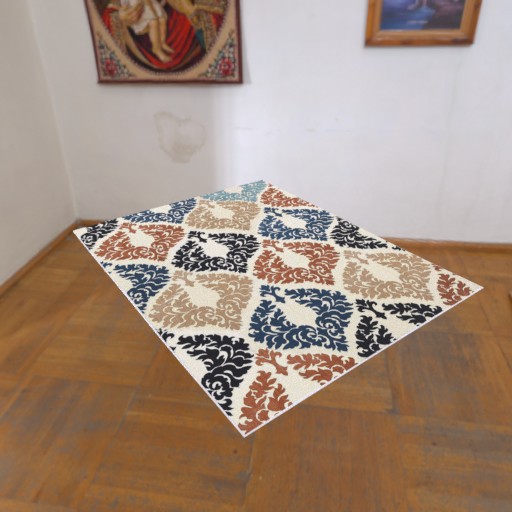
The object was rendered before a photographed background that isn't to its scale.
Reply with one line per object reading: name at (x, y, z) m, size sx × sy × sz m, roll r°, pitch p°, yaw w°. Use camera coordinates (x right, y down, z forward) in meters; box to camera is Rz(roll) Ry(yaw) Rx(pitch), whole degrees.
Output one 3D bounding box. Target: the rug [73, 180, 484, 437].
rug at (0.000, 0.000, 4.083) m, size 2.423 × 0.014 × 3.040 m, roll -21°, pitch 36°, yaw -31°
